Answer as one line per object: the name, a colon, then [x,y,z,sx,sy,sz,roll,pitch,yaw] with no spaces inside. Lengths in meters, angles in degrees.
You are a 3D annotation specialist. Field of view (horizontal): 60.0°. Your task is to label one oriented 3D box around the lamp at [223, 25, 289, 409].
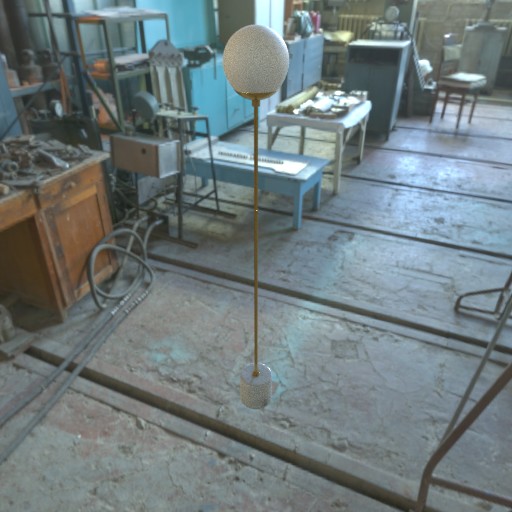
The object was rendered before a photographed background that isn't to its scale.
lamp: [0.000,0.000,1.890,0.224,1.753,0.224,-11,33,-17]
